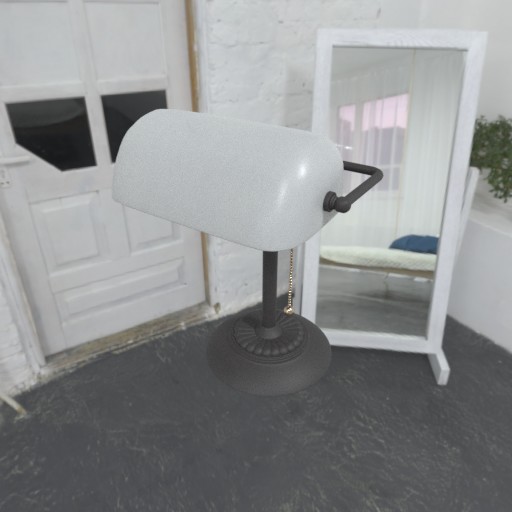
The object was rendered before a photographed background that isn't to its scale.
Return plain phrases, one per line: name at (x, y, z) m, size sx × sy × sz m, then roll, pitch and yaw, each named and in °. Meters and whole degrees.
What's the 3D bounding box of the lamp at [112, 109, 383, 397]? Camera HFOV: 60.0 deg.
lamp at (0.000, 0.000, 0.527) m, size 0.264 × 0.339 × 0.243 m, roll 19°, pitch 35°, yaw 29°
